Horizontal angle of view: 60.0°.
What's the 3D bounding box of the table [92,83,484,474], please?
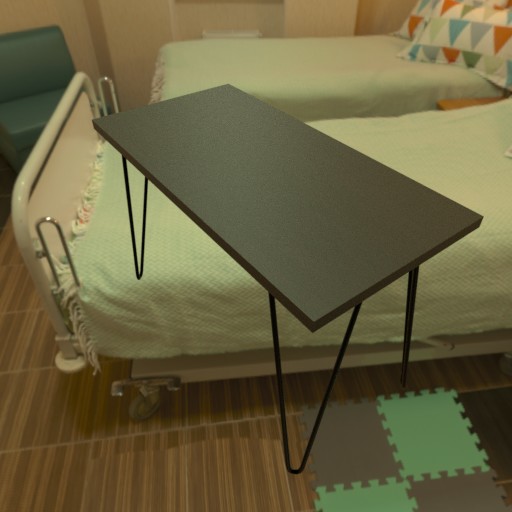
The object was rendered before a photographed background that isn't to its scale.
[{"bbox_3d":[0.000,0.000,1.368,0.499,0.660,0.991,-26,47,-27],"label":"table"}]
